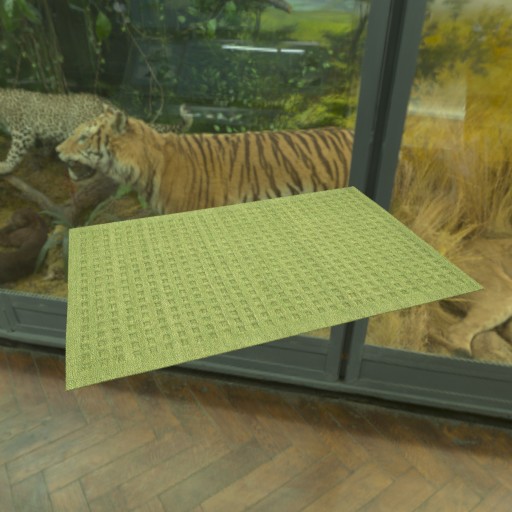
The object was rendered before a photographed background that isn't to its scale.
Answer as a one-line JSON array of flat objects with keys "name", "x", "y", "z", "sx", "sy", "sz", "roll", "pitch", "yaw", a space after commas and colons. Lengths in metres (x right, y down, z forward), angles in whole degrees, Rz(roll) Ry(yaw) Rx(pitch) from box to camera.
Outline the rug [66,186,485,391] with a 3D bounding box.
[{"name": "rug", "x": 0.000, "y": 0.000, "z": 2.864, "sx": 2.297, "sy": 0.007, "sz": 1.529, "roll": -11, "pitch": 34, "yaw": -16}]
